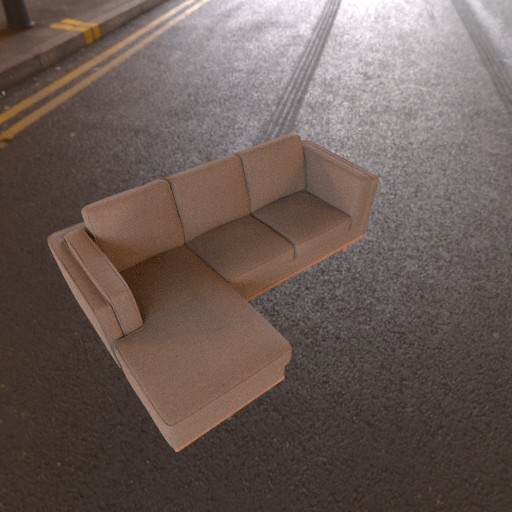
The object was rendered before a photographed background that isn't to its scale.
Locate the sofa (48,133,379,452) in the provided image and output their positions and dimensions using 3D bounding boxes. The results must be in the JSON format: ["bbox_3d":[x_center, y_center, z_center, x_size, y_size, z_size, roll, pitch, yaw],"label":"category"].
[{"bbox_3d":[0.000,0.000,3.249,2.411,0.929,1.604,-27,47,-27],"label":"sofa"}]
